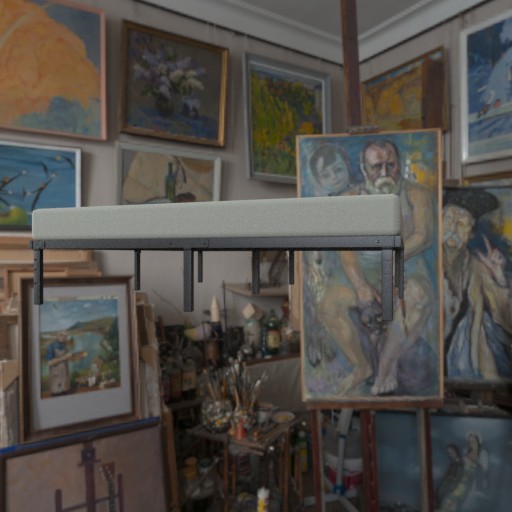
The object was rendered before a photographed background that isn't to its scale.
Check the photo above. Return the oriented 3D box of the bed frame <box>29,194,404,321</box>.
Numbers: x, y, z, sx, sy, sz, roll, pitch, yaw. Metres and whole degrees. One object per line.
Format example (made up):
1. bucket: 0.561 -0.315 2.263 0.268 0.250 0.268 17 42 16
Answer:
1. bed frame: 0.000 0.000 3.980 2.526 0.680 2.635 0 0 19
